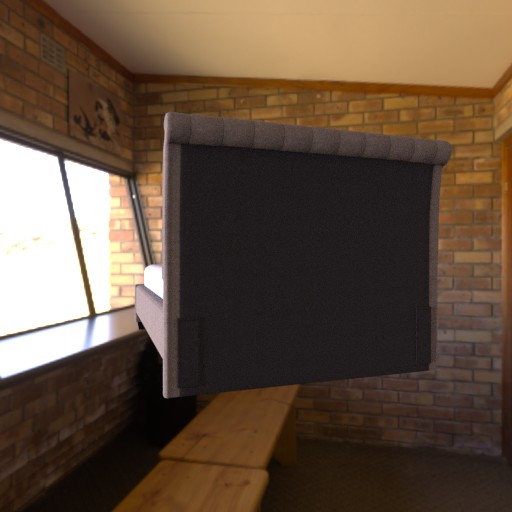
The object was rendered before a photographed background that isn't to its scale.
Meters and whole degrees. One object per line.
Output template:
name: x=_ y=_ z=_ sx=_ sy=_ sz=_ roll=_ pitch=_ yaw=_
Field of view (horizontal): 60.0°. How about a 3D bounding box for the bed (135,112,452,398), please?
bed: x=0.000 y=0.000 z=3.366 sx=1.645 sy=1.371 sz=2.252 roll=0 pitch=0 yaw=-19
